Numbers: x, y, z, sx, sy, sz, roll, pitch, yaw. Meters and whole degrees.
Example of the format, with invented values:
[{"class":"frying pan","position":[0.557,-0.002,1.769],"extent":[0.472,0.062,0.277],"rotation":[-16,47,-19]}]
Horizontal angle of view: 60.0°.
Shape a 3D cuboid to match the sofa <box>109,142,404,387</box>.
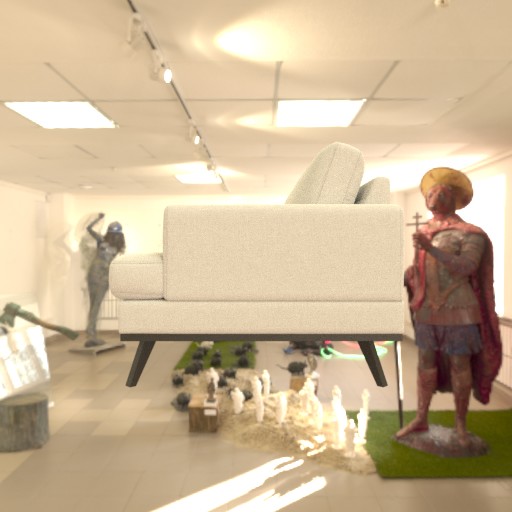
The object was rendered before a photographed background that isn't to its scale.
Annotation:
[{"class":"sofa","position":[0.000,0.000,2.173],"extent":[0.920,0.810,1.650],"rotation":[0,1,0]}]
